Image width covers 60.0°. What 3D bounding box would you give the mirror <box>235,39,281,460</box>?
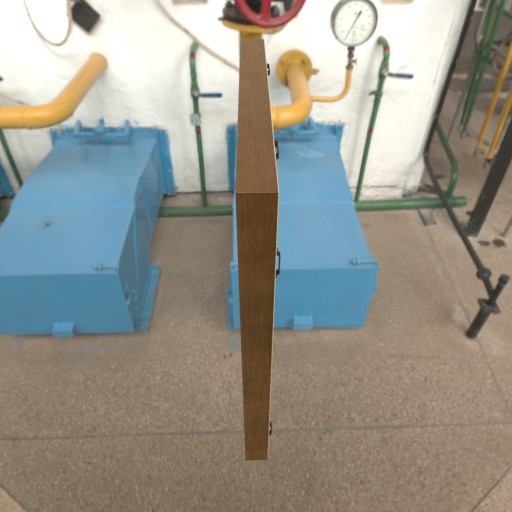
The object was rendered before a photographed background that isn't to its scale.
[{"bbox_3d":[0.000,0.000,0.682,0.041,0.508,0.405,-1,42,-1],"label":"mirror"}]
